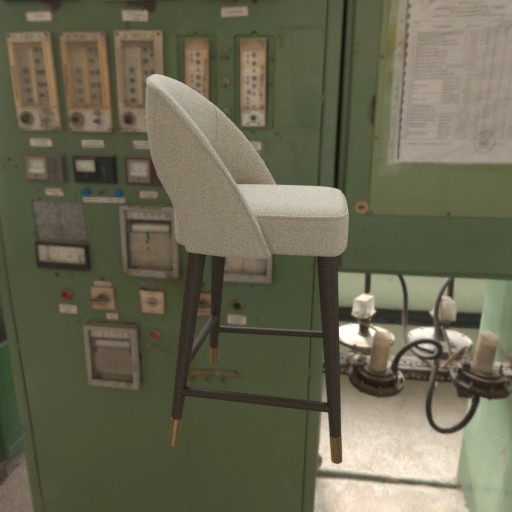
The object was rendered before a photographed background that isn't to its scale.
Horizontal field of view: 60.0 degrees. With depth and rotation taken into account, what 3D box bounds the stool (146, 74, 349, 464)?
[{"bbox_3d":[0.000,0.000,1.231,0.509,0.940,0.494,3,16,9],"label":"stool"}]
